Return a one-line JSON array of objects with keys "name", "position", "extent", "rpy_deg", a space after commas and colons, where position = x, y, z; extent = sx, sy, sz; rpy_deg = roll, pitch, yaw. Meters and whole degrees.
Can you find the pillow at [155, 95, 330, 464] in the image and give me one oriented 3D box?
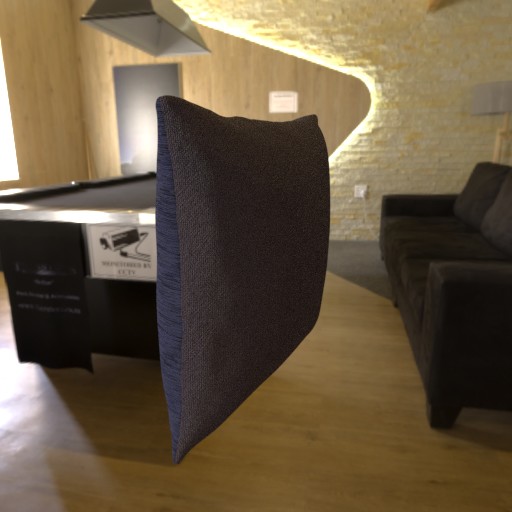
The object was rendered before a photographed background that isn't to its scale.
[{"name": "pillow", "position": [0.000, 0.000, 0.686], "extent": [0.204, 0.439, 0.452], "rpy_deg": [7, 16, 26]}]
